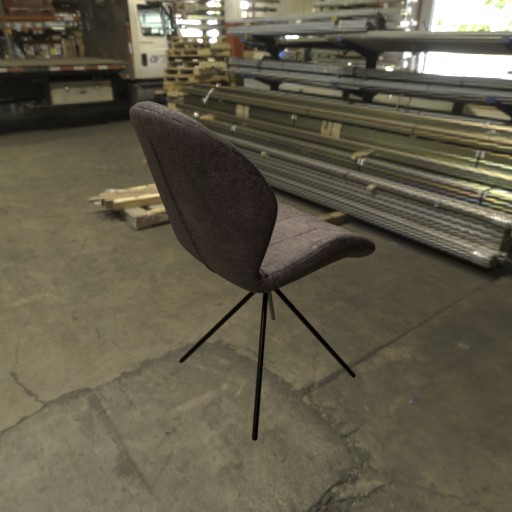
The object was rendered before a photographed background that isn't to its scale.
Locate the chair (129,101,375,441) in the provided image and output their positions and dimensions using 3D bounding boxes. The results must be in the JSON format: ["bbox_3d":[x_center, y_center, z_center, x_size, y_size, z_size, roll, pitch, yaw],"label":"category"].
[{"bbox_3d":[0.000,0.000,1.340,0.640,0.934,0.527,-19,33,-33],"label":"chair"}]
